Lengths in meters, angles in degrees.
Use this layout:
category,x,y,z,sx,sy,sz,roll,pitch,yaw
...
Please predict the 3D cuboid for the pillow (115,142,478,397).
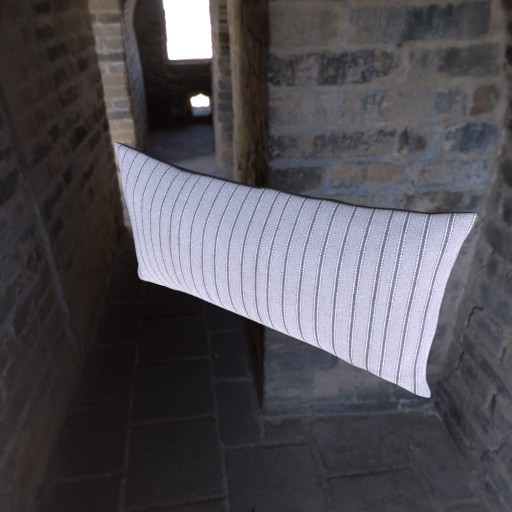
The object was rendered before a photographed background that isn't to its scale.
category,x,y,z,sx,sy,sz,roll,pitch,yaw
pillow,0.000,0.000,0.723,0.609,0.305,0.151,18,35,29
